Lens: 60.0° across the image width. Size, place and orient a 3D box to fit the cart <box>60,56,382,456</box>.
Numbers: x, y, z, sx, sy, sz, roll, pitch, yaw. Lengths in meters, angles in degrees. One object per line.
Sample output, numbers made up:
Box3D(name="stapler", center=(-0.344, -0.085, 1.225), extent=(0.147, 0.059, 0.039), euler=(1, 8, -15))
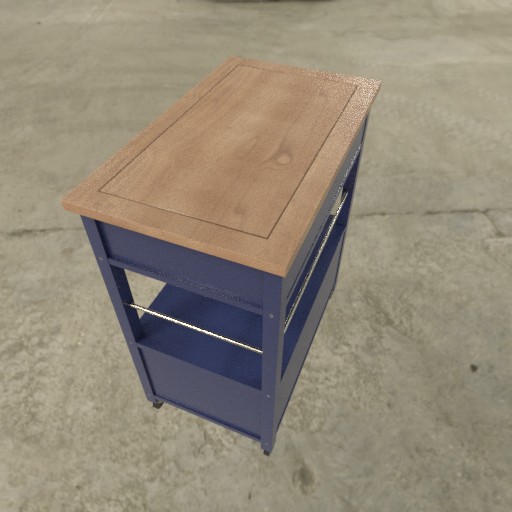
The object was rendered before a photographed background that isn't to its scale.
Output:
Box3D(name="cart", center=(0.000, 0.000, 1.371), extent=(0.459, 0.901, 0.840), euler=(17, 47, 16))
